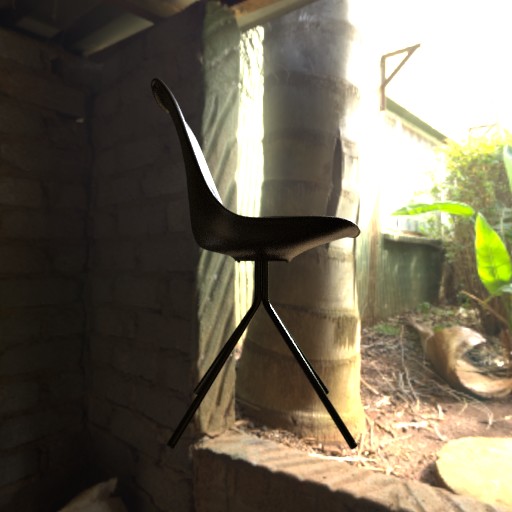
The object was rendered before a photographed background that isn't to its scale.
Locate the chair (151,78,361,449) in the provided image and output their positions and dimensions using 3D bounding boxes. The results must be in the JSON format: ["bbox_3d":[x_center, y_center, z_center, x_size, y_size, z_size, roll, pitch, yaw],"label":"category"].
[{"bbox_3d":[0.000,0.000,1.174,0.525,0.850,0.461,0,-1,0],"label":"chair"}]
